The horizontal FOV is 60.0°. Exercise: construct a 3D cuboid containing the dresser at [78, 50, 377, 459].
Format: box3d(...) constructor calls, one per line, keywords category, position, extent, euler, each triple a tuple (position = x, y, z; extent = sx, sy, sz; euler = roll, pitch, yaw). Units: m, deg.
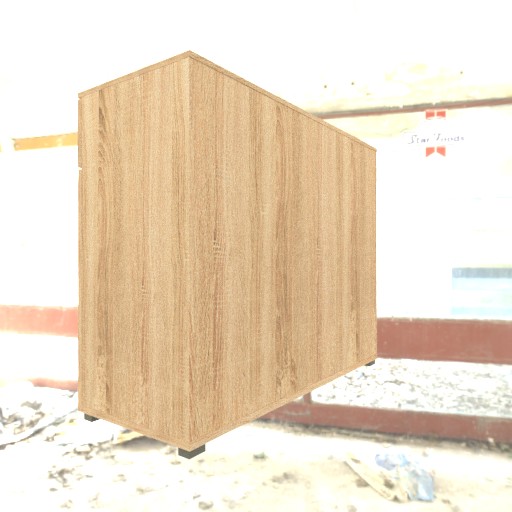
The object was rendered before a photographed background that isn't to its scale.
box3d(category="dresser", position=(0.000, 0.000, 1.544), extent=(0.450, 0.900, 1.100), euler=(0, 0, 36))
